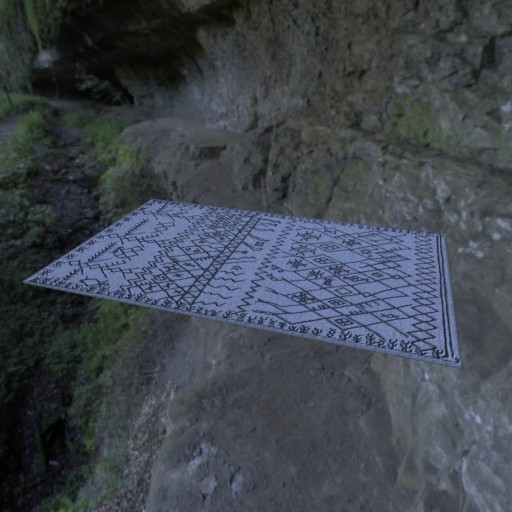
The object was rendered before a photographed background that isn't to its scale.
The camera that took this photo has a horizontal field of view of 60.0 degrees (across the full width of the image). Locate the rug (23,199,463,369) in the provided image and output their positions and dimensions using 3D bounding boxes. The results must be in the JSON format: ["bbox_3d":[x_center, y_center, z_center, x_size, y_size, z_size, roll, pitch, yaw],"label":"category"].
[{"bbox_3d":[0.000,0.000,2.966,2.444,0.012,1.526,8,28,16],"label":"rug"}]
